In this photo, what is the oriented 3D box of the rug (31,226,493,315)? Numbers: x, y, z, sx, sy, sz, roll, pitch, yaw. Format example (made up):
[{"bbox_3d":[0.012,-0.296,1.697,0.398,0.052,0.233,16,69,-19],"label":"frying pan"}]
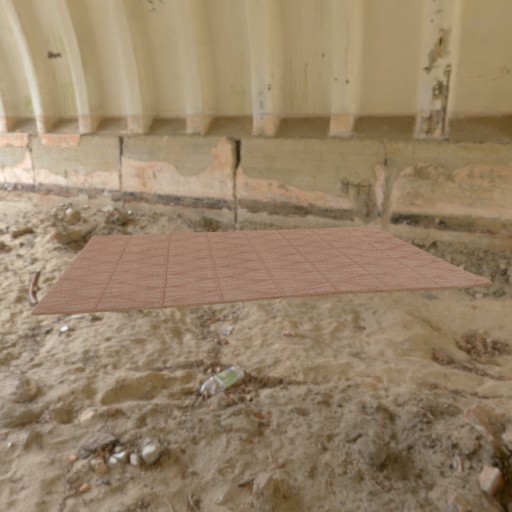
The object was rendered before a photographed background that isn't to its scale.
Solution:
[{"bbox_3d":[0.000,0.000,2.293,1.837,0.025,1.230,-3,16,-9],"label":"rug"}]
